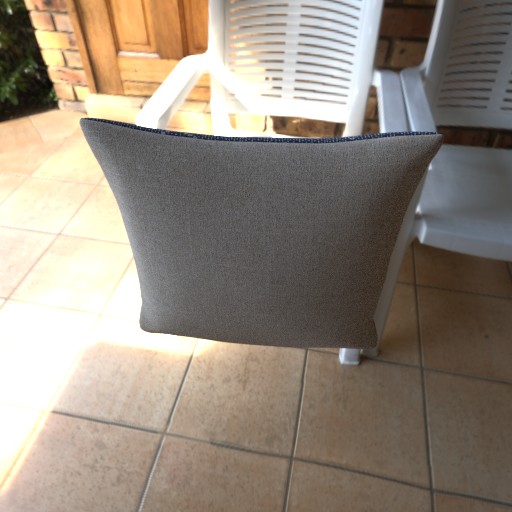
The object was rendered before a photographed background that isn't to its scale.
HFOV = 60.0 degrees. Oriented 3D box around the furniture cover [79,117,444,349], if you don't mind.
[{"bbox_3d":[0.000,0.000,0.782,0.511,0.503,0.162,4,44,4],"label":"furniture cover"}]
